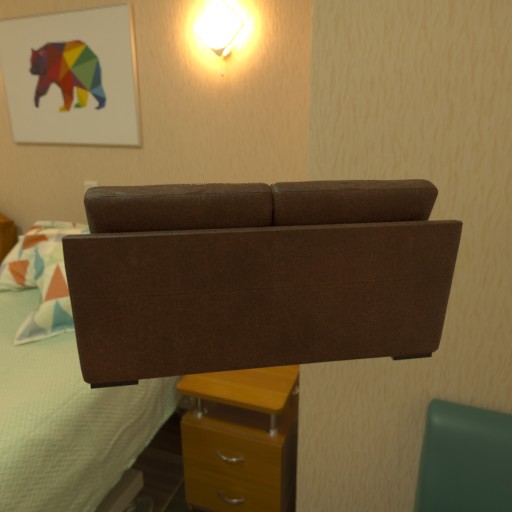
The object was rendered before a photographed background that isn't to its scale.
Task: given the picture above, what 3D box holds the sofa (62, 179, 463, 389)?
[{"bbox_3d":[0.000,0.000,2.549,1.880,0.939,1.143,-3,17,-9],"label":"sofa"}]
